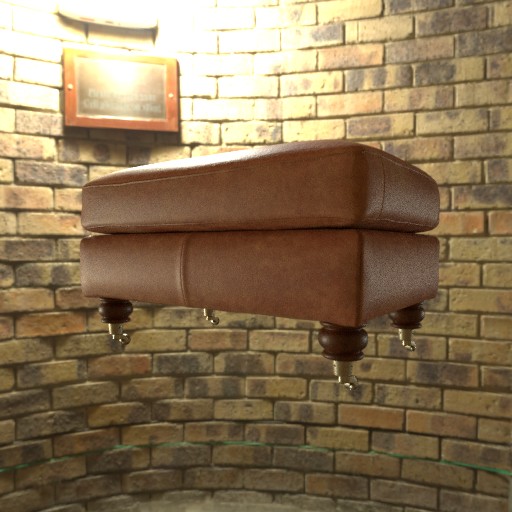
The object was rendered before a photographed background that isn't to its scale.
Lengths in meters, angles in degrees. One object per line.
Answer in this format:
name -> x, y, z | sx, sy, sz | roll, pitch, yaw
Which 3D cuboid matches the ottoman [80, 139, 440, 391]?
ottoman -> 0.000, 0.000, 1.196 | 0.852, 0.507, 0.565 | 1, 2, 36
